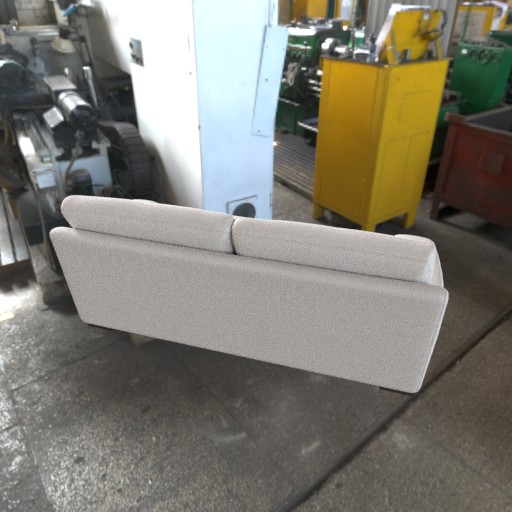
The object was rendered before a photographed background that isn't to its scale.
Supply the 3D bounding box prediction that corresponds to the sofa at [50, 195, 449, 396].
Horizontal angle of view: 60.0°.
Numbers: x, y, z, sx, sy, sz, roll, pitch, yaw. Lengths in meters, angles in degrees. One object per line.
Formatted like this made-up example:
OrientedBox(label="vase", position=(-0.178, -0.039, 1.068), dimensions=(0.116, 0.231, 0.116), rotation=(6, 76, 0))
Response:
OrientedBox(label="sofa", position=(0.000, 0.000, 2.900), dimensions=(2.261, 0.940, 1.143), rotation=(9, 33, 14))
